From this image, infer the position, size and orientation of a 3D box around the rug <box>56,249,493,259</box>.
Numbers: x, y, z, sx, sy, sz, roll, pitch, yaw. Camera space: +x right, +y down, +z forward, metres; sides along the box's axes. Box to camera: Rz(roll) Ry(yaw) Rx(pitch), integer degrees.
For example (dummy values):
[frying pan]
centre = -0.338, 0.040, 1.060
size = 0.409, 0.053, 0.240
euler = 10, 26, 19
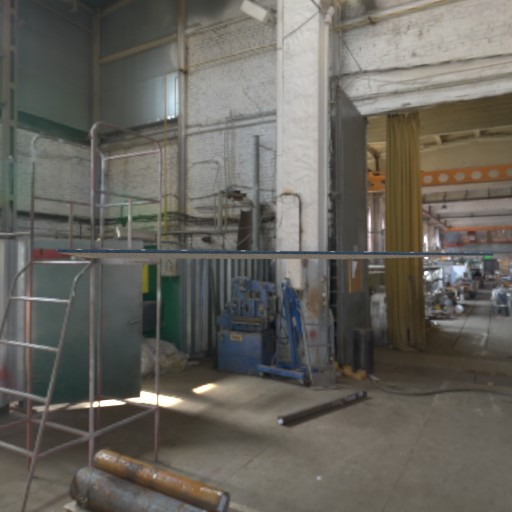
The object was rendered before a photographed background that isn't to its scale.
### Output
[rug]
centre = 0.000, 0.000, 3.848
size = 2.881, 0.020, 2.270
euler = 0, -1, -16
